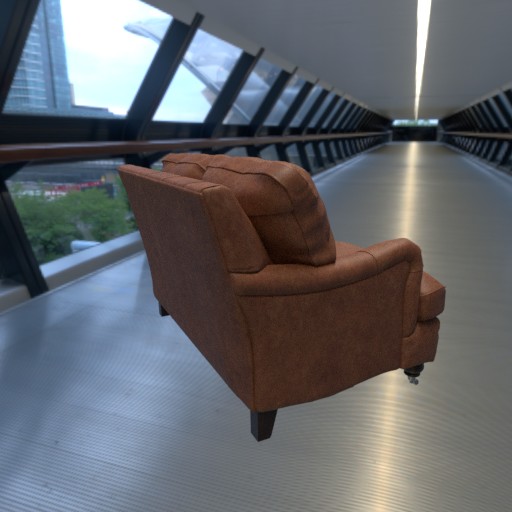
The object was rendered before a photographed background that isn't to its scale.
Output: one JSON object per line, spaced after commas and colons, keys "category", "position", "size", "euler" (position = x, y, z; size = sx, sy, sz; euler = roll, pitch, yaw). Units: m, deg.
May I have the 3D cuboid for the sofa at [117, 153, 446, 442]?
{"category": "sofa", "position": [0.000, 0.000, 2.243], "size": [1.077, 1.004, 1.527], "euler": [-7, 16, -26]}
